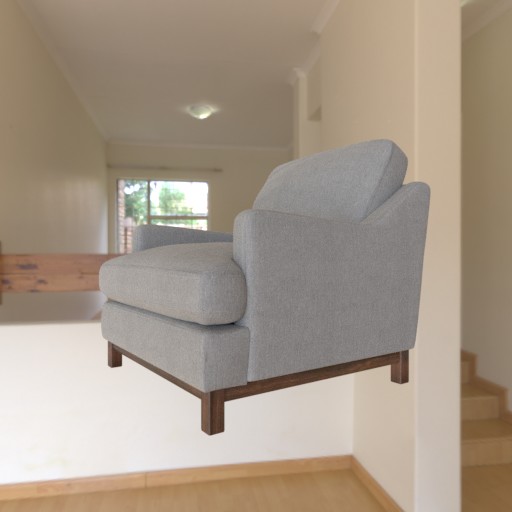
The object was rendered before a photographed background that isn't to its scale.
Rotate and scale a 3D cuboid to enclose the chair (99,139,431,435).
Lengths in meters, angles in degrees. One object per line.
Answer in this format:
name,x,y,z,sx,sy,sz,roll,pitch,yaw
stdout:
chair,0.000,0.000,1.563,0.892,0.821,0.826,0,0,-35
